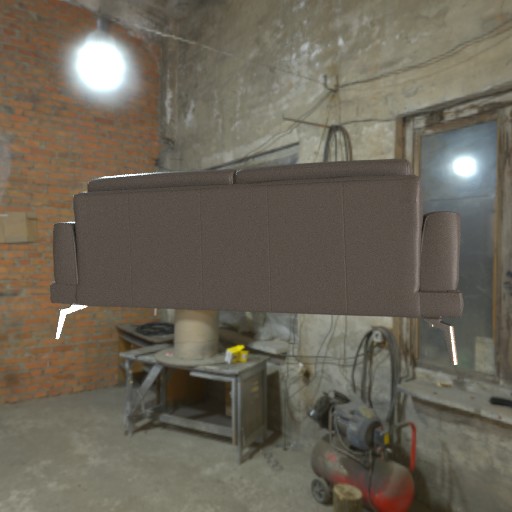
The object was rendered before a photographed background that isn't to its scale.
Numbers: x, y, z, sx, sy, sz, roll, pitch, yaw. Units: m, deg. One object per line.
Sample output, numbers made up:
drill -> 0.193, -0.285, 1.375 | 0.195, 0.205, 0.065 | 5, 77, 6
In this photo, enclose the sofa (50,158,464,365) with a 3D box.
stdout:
sofa -> 0.000, 0.000, 2.679 | 2.177, 0.930, 1.121 | 0, 0, 17
